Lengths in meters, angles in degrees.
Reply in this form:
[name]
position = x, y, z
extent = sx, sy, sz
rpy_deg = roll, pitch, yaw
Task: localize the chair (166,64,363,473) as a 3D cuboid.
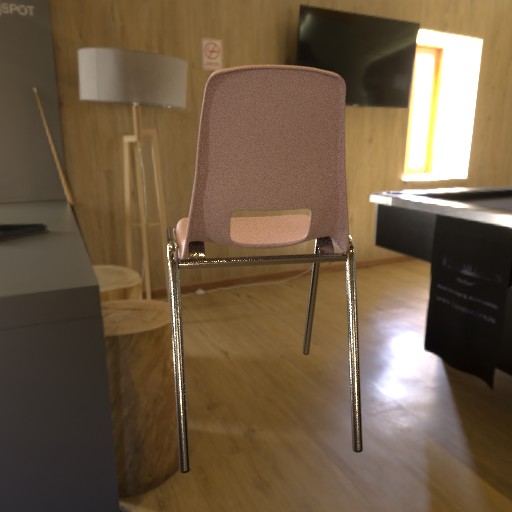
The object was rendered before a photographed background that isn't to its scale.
[chair]
position = 0.000, 0.000, 0.956
extent = 0.381, 0.704, 0.436
rpy_deg = -2, 15, -9
